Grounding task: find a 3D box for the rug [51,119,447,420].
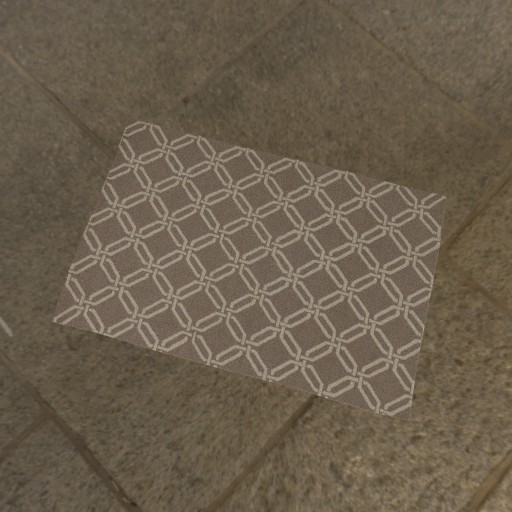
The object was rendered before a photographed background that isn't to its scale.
[{"bbox_3d":[0.000,0.000,2.206,1.748,0.010,1.142,15,76,4],"label":"rug"}]
